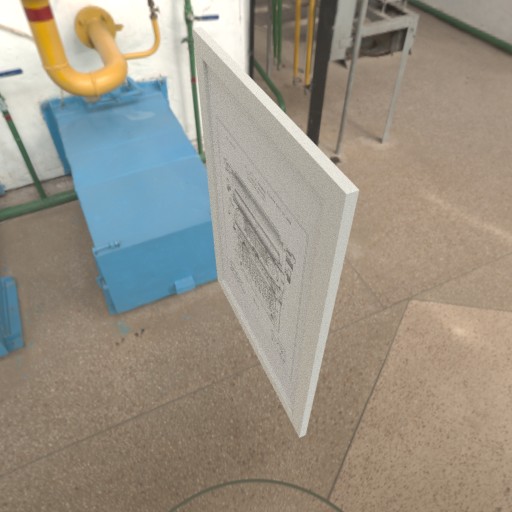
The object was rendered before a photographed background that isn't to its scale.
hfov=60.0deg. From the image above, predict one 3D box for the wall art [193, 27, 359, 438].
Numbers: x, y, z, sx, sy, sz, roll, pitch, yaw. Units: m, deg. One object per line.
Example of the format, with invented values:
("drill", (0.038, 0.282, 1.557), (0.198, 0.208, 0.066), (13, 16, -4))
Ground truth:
("wall art", (0.000, 0.000, 0.676), (0.013, 0.533, 0.381), (-19, 50, -16))
